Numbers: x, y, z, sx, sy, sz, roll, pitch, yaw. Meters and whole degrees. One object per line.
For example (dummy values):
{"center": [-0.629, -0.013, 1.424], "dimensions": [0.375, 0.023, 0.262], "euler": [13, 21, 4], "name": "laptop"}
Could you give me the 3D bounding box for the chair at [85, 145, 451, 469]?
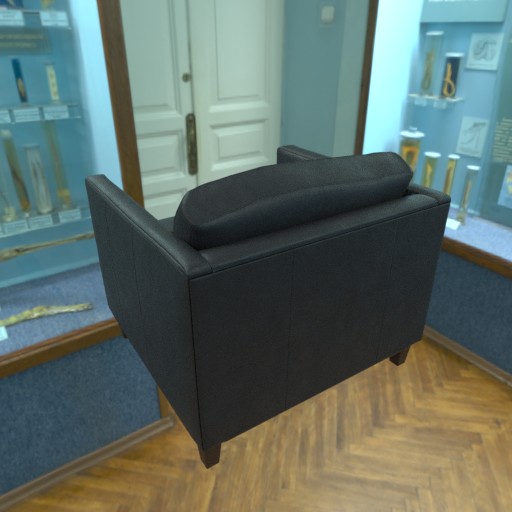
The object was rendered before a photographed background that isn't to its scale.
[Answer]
{"center": [0.000, 0.000, 1.601], "dimensions": [0.939, 0.811, 0.862], "euler": [-16, 31, -29], "name": "chair"}
